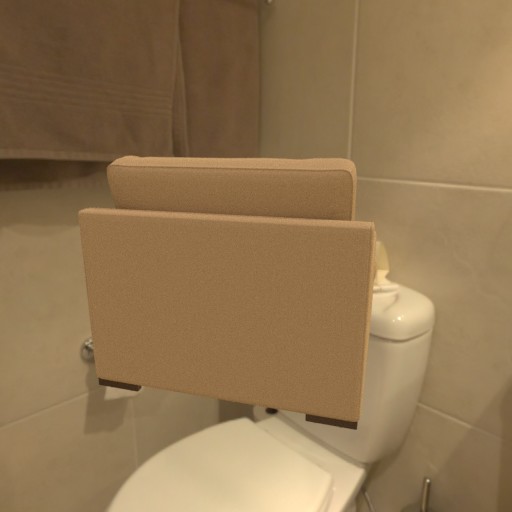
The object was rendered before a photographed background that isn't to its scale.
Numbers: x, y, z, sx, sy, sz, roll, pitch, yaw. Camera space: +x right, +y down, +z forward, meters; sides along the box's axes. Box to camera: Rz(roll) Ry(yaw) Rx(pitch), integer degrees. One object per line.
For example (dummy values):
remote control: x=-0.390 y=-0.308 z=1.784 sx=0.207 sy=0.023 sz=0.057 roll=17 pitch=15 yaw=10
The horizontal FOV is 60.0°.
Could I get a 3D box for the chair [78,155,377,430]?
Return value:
chair: x=0.000 y=0.000 z=2.215 sx=1.293 sy=1.005 sz=1.274 roll=2 pitch=16 yaw=8
